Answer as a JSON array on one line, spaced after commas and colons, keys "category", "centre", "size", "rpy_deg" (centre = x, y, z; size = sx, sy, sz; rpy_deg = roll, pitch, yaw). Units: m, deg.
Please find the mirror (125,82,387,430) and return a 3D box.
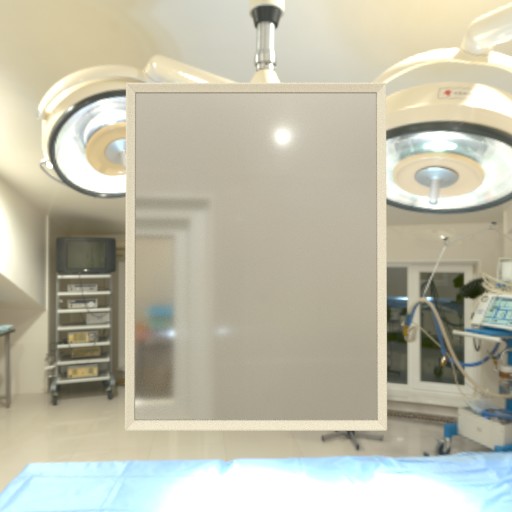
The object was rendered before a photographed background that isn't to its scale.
[{"category": "mirror", "centre": [0.000, 0.000, 1.314], "size": [0.762, 1.016, 0.041], "rpy_deg": [0, -1, 0]}]
